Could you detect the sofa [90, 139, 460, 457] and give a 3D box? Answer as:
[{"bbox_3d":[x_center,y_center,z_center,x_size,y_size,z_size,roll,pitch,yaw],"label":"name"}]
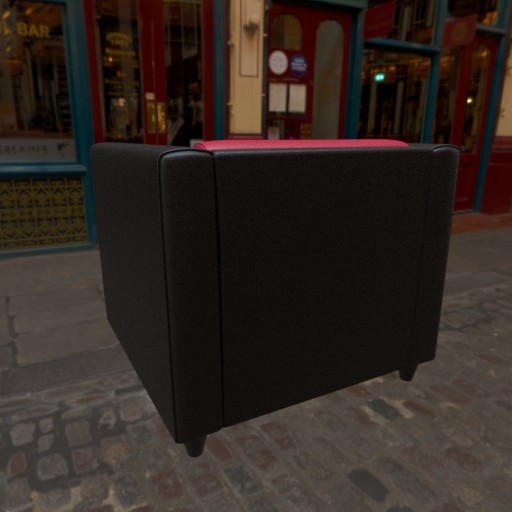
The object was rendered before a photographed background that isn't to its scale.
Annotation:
[{"bbox_3d":[0.000,0.000,1.419,0.839,0.724,0.809,-8,17,-27],"label":"sofa"}]
